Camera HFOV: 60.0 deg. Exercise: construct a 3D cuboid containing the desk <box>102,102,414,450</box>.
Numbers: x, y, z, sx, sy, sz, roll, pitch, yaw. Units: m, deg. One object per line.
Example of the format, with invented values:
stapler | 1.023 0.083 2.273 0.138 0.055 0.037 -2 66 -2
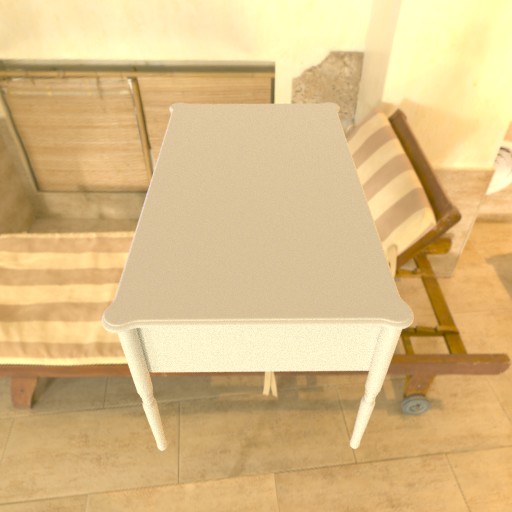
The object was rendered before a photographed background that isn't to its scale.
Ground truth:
desk | 0.000 0.000 1.872 0.807 0.762 1.380 0 42 0
